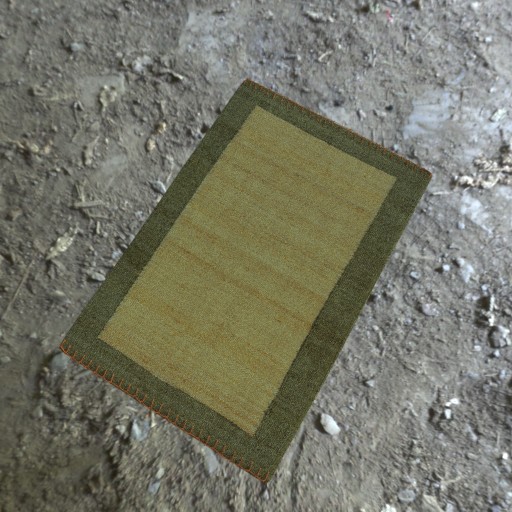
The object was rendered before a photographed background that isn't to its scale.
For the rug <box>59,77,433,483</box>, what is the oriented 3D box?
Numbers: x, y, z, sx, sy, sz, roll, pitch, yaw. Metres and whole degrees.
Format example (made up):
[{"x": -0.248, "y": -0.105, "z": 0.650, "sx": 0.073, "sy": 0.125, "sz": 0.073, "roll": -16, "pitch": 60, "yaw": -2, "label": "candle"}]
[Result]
[{"x": 0.000, "y": 0.000, "z": 2.320, "sx": 1.220, "sy": 0.019, "sz": 1.838, "roll": 30, "pitch": 77, "yaw": 8, "label": "rug"}]
